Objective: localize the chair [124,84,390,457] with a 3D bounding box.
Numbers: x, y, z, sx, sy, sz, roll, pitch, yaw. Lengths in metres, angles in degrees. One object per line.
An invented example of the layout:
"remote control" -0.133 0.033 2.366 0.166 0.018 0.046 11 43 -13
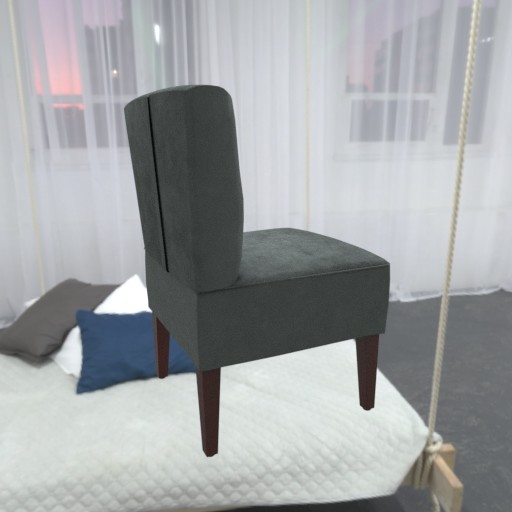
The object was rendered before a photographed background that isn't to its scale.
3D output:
"chair" 0.000 0.000 1.183 0.554 0.806 0.521 -8 17 -27
